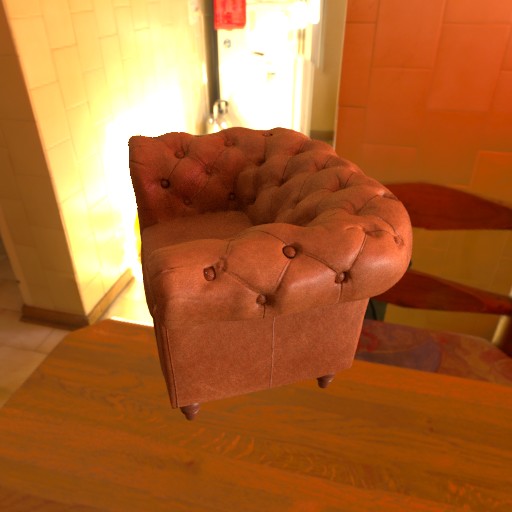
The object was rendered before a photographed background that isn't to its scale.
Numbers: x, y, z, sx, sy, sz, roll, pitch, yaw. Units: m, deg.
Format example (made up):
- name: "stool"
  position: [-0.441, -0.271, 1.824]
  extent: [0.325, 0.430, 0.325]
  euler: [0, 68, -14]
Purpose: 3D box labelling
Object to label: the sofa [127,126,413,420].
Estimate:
- name: "sofa"
  position: [0.000, 0.000, 2.040]
  extent: [1.033, 0.878, 1.405]
  euler: [-9, 33, -14]
